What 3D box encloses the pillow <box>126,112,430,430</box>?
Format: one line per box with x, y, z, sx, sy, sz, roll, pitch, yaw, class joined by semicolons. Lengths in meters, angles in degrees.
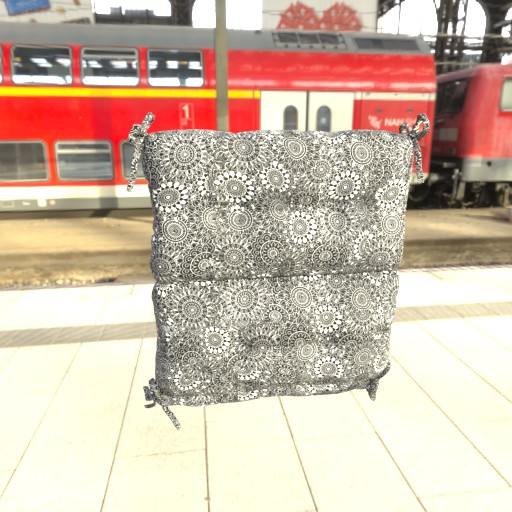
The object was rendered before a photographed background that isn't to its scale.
0.000;0.000;1.013;0.519;0.605;0.571;-3;16;-10;pillow
